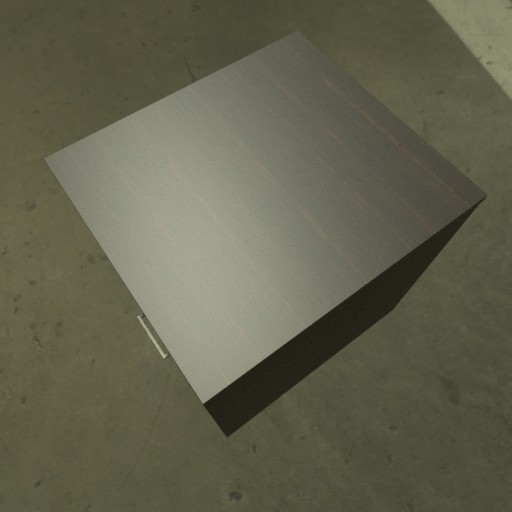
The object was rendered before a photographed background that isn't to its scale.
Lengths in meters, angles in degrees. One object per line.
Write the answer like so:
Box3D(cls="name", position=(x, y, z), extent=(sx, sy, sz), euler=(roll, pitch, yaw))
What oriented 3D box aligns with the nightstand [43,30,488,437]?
Box3D(cls="nightstand", position=(0.000, 0.000, 0.798), extent=(0.461, 0.460, 0.400), euler=(-33, 68, -15))
